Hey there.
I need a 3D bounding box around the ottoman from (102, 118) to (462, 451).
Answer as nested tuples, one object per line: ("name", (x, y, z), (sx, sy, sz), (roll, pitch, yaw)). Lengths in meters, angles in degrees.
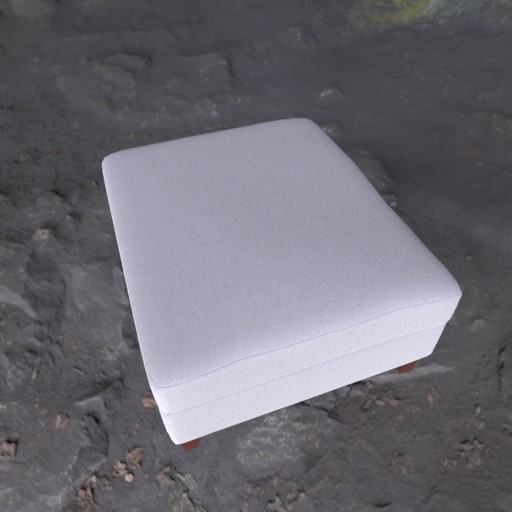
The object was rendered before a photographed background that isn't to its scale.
("ottoman", (0.000, 0.000, 1.494), (0.836, 0.492, 0.976), (-15, 48, -14))
